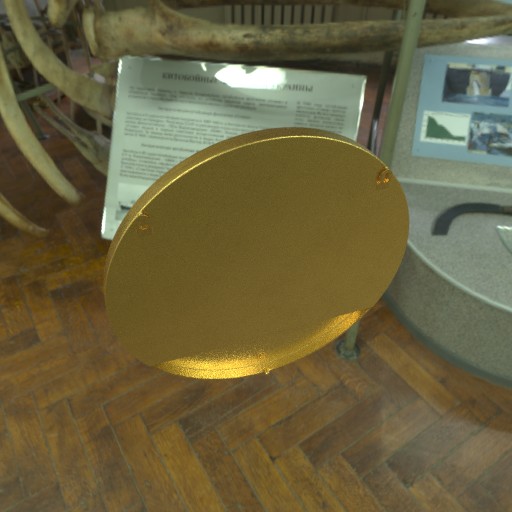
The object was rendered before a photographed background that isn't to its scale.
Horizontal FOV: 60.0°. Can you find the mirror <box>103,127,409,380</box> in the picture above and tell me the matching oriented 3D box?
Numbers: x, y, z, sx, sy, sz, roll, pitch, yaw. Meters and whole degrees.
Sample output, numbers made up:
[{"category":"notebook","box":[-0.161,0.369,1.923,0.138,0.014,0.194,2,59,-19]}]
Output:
[{"category":"mirror","box":[0.000,0.000,0.693,0.457,0.457,0.133,-12,43,-14]}]
